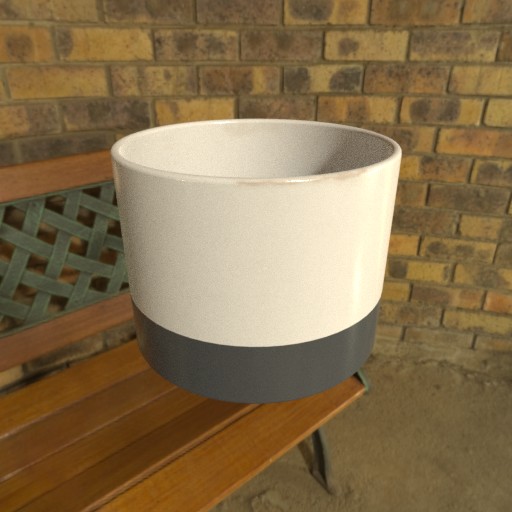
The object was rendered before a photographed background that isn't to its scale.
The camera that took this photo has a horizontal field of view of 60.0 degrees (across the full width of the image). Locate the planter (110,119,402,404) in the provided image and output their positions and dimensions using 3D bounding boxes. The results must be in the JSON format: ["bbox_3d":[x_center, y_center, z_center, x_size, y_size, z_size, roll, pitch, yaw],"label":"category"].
[{"bbox_3d":[0.000,0.000,0.343,0.193,0.177,0.193,0,26,0],"label":"planter"}]
